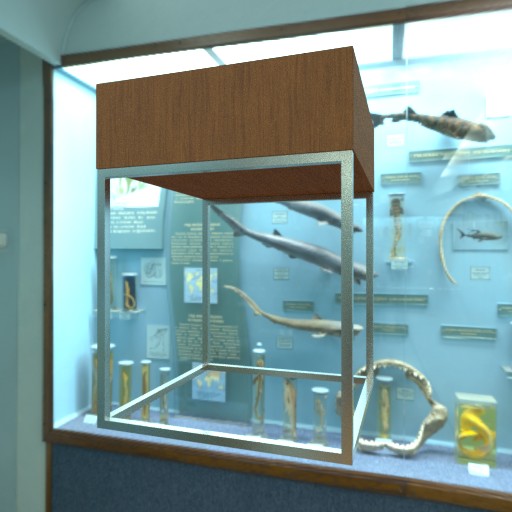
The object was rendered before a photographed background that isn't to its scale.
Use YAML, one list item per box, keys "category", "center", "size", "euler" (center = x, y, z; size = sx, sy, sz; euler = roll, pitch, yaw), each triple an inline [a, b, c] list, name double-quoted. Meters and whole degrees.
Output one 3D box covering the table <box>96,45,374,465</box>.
- category: "table"
  center: [0.000, 0.000, 0.820]
  size: [0.398, 0.540, 0.397]
  euler: [0, 0, 19]
